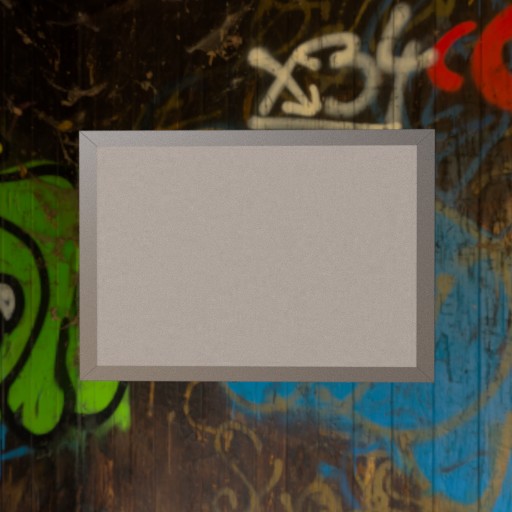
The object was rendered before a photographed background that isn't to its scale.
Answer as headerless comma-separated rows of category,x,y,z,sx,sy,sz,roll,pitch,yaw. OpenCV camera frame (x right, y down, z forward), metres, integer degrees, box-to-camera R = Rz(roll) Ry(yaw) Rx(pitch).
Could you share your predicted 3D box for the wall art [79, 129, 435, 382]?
wall art,0.000,0.000,0.546,0.432,0.306,0.016,0,0,1
